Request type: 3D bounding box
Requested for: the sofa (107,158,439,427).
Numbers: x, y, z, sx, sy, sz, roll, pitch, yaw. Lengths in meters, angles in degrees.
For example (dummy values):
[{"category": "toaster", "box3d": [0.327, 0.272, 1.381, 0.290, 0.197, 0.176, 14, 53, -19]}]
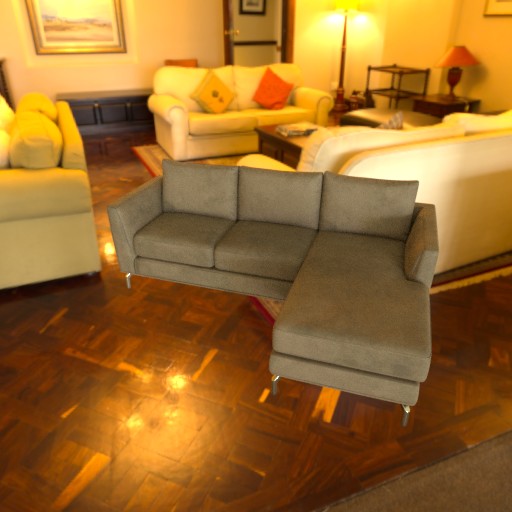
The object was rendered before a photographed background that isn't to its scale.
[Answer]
[{"category": "sofa", "box3d": [0.000, 0.000, 3.245, 2.438, 0.987, 1.622, 9, 29, 16]}]
